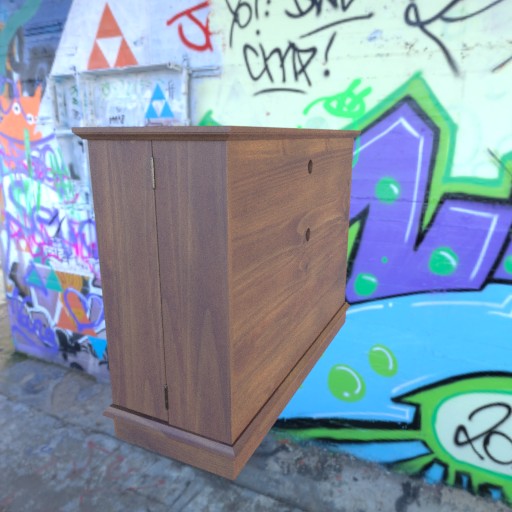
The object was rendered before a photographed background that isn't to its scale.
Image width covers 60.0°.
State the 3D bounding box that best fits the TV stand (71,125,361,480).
[{"bbox_3d":[0.000,0.000,1.479,0.406,0.813,1.067,7,17,25],"label":"TV stand"}]
